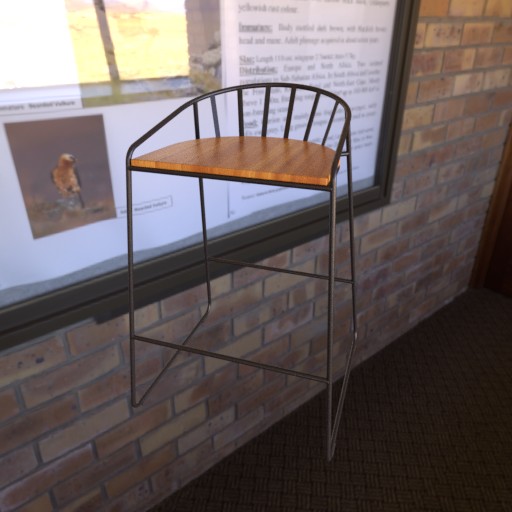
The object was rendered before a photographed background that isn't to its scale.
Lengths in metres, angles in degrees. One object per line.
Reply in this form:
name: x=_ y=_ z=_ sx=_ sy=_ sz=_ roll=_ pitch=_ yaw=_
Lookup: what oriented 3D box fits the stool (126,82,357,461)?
stool: x=0.000 y=0.000 z=1.169 sx=0.546 sy=0.812 sz=0.521 roll=9 pitch=29 yaw=16
